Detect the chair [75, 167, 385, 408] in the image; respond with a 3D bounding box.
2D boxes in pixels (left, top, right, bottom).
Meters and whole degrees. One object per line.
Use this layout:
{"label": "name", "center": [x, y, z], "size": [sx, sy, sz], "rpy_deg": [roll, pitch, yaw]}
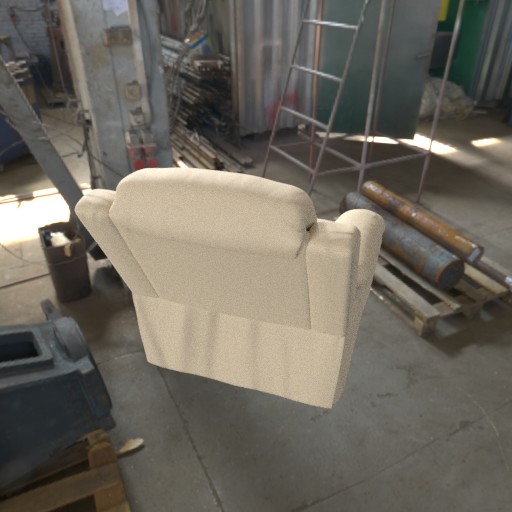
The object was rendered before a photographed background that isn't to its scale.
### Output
{"label": "chair", "center": [0.000, 0.000, 1.272], "size": [0.680, 0.702, 0.709], "rpy_deg": [10, 33, 15]}
